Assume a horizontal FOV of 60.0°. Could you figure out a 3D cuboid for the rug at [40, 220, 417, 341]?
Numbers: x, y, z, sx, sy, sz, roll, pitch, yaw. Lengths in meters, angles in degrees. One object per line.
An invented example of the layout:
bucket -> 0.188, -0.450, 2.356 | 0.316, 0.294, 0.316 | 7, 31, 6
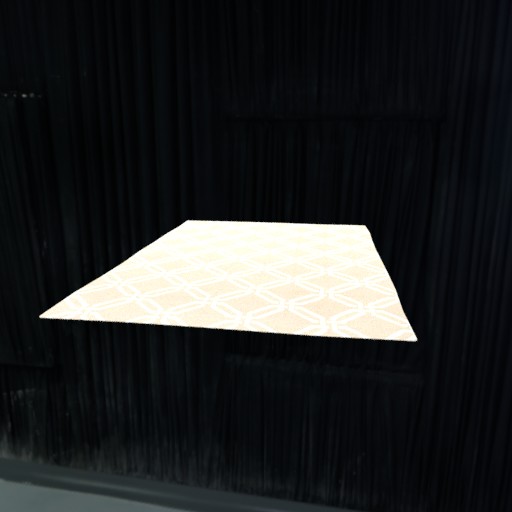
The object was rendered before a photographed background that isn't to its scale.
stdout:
rug -> 0.000, 0.000, 2.740 | 1.524, 0.013, 2.135 | 2, 16, 8
